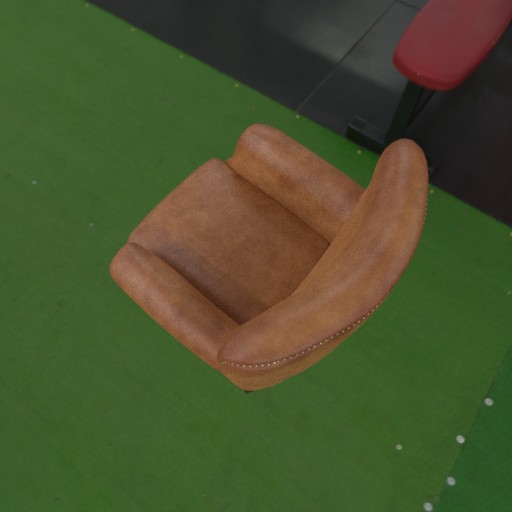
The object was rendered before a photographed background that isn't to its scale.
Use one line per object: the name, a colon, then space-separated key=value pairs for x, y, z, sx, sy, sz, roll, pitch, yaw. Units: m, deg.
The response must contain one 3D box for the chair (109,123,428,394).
chair: x=0.000 y=0.000 z=1.635 sx=0.921 sy=0.936 sz=0.861 roll=35 pitch=69 yaw=16
